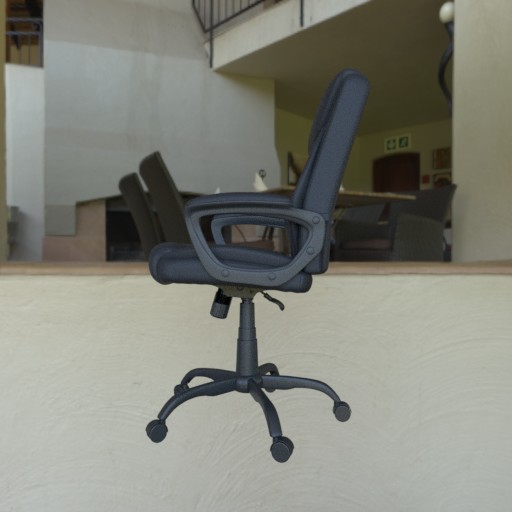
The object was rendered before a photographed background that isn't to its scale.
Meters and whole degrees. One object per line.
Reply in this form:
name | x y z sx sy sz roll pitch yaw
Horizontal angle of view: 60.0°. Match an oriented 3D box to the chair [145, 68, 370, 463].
chair | 0.000 0.000 1.452 0.655 1.072 0.615 0 1 2
